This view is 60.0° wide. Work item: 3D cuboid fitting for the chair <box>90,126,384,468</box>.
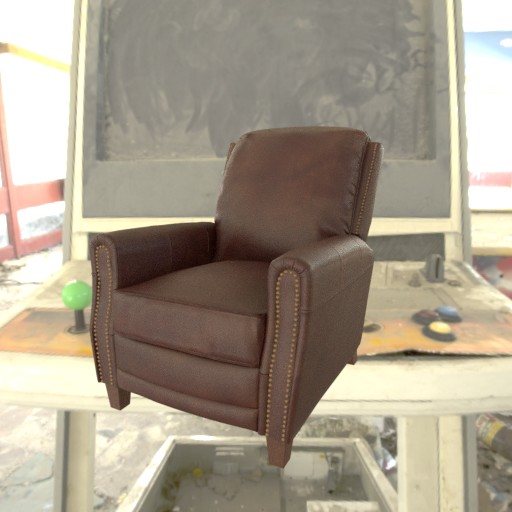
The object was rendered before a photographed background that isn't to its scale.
[{"bbox_3d":[0.000,0.000,1.767,0.826,1.022,1.089,7,15,27],"label":"chair"}]
